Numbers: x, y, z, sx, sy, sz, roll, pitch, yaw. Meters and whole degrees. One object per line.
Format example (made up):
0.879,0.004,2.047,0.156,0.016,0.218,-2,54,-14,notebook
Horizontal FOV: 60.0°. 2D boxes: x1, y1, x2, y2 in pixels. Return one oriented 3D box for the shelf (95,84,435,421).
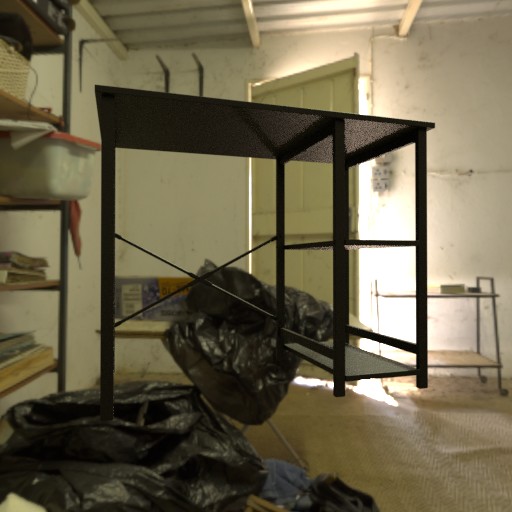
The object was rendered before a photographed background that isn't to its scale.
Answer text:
0.000,0.000,1.346,0.902,0.749,0.498,0,-1,-17,shelf
